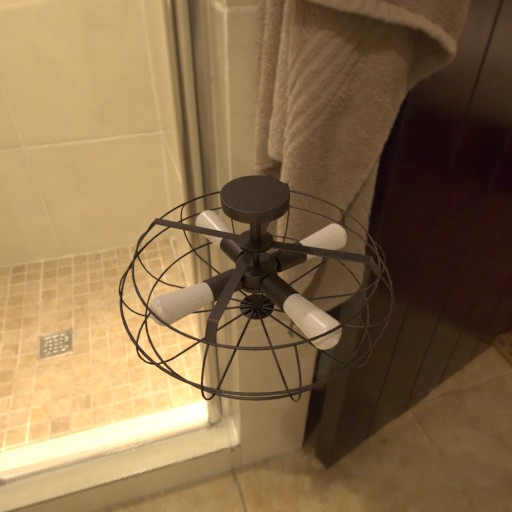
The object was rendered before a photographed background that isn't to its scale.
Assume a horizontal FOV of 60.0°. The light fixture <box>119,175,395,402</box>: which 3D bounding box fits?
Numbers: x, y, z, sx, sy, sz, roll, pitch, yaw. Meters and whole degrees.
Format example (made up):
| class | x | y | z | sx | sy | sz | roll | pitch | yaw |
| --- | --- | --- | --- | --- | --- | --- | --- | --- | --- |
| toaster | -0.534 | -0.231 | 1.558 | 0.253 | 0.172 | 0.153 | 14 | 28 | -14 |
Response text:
| class | x | y | z | sx | sy | sz | roll | pitch | yaw |
| --- | --- | --- | --- | --- | --- | --- | --- | --- | --- |
| light fixture | 0.000 | 0.000 | 0.929 | 0.582 | 0.311 | 0.582 | 0 | 39 | 0 |
